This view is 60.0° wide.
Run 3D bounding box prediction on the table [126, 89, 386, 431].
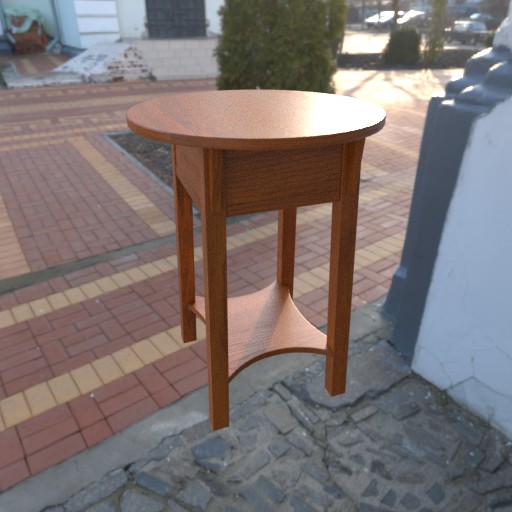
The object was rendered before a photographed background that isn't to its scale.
[{"bbox_3d":[0.000,0.000,0.948,0.457,0.610,0.457,0,28,0],"label":"table"}]
